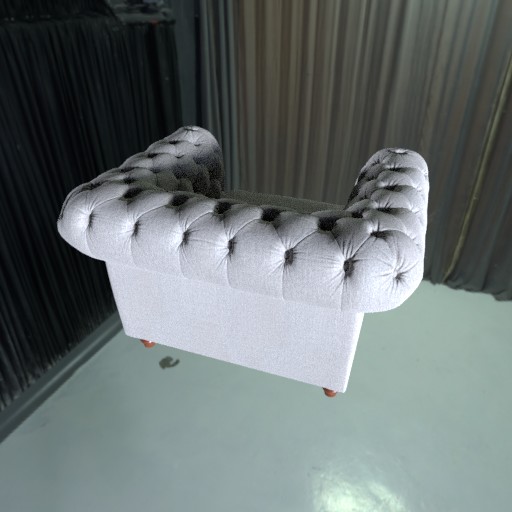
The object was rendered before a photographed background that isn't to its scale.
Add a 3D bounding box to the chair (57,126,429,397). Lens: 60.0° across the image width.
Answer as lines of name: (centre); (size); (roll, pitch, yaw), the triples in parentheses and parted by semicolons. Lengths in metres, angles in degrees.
chair: (0.000, 0.000, 1.865); (1.270, 0.770, 0.976); (11, 33, 17)
